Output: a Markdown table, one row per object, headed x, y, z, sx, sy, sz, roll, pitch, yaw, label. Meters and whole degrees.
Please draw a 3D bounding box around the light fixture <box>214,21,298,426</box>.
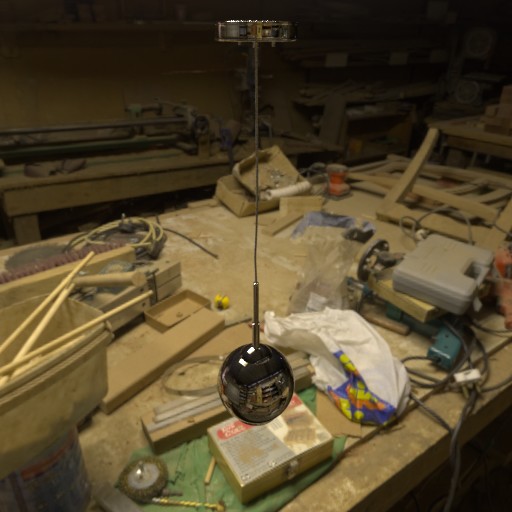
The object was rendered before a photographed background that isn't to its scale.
| x | y | z | sx | sy | sz | roll | pitch | yaw | label |
| --- | --- | --- | --- | --- | --- | --- | --- | --- | --- |
| 0.000 | 0.000 | 1.647 | 0.336 | 1.538 | 0.336 | -17 | 32 | -30 | light fixture |
